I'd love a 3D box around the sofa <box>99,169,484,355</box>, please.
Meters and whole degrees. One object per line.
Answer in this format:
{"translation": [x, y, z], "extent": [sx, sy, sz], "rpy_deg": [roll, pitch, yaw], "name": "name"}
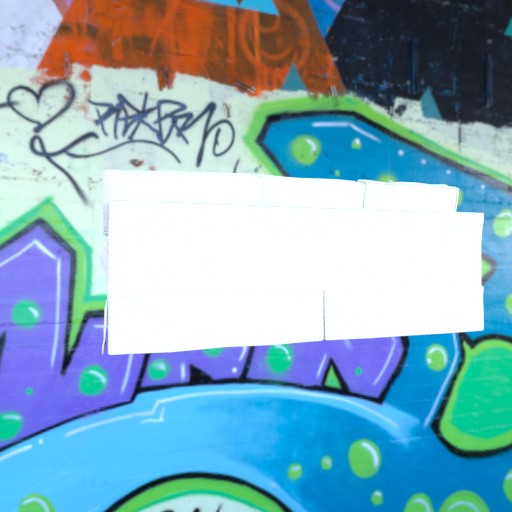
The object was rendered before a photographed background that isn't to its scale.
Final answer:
{"translation": [0.000, 0.000, 3.965], "extent": [2.597, 1.070, 2.591], "rpy_deg": [0, 0, -18], "name": "sofa"}
